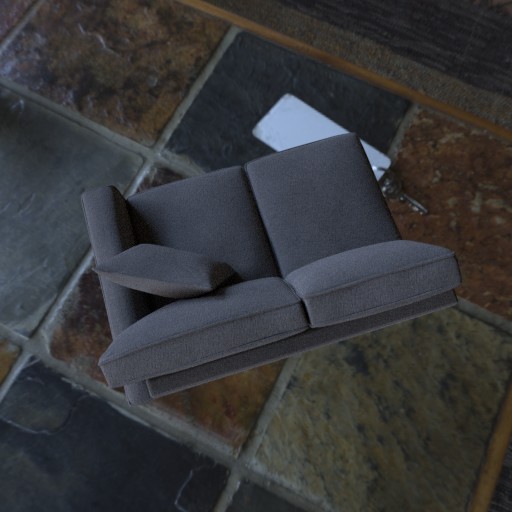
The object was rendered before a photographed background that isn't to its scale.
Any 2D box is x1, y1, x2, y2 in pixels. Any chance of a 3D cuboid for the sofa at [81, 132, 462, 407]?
[{"bbox_3d":[0.000,0.000,2.091,1.388,0.989,0.991,-16,76,-4],"label":"sofa"}]
